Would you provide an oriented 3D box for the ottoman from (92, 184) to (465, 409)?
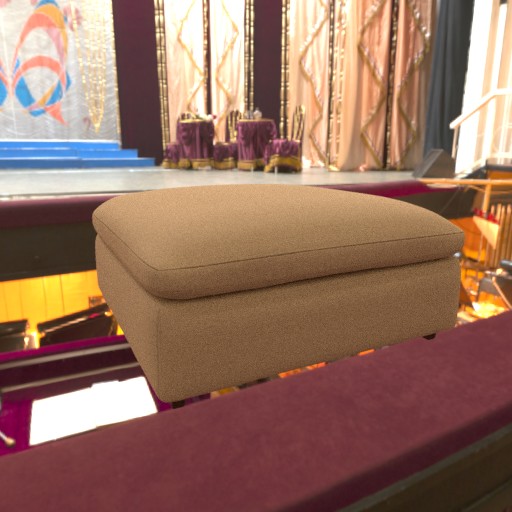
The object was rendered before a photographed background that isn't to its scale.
[{"bbox_3d":[0.000,0.000,1.550,0.977,0.467,0.996,-7,16,-26],"label":"ottoman"}]
